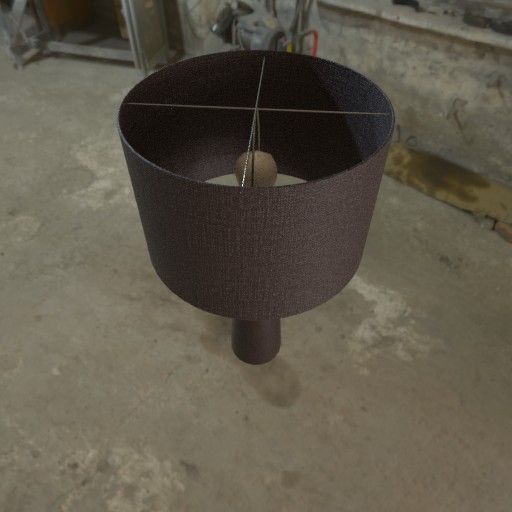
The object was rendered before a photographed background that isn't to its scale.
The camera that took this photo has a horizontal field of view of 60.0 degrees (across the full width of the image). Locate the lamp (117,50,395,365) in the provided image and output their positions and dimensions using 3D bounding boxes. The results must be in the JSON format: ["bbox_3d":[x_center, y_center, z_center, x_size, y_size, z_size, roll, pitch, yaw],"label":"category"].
[{"bbox_3d":[0.000,0.000,0.669,0.303,0.488,0.303,0,46,0],"label":"lamp"}]
